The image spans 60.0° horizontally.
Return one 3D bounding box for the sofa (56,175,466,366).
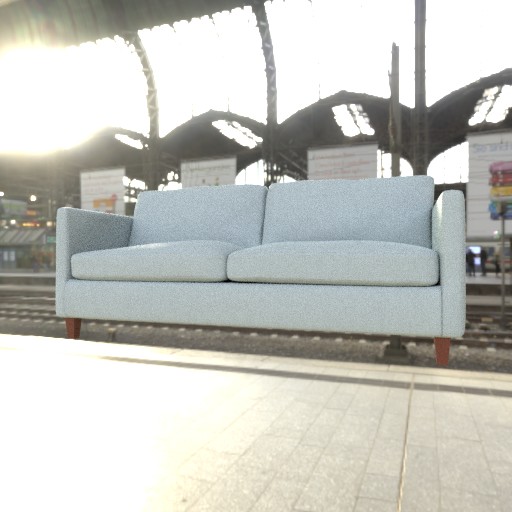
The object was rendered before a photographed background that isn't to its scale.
[{"bbox_3d":[0.000,0.000,2.666,2.208,0.965,0.951,0,0,19],"label":"sofa"}]
